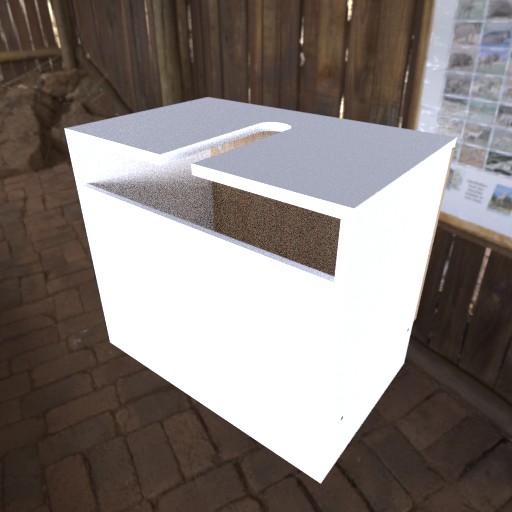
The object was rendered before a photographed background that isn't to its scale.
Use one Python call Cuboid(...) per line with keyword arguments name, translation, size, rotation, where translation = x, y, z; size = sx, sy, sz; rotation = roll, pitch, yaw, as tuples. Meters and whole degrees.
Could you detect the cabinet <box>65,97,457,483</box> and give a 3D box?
Cuboid(name="cabinet", translation=(0.000, 0.000, 0.939), size=(0.600, 0.522, 0.400), rotation=(21, 36, 32))
